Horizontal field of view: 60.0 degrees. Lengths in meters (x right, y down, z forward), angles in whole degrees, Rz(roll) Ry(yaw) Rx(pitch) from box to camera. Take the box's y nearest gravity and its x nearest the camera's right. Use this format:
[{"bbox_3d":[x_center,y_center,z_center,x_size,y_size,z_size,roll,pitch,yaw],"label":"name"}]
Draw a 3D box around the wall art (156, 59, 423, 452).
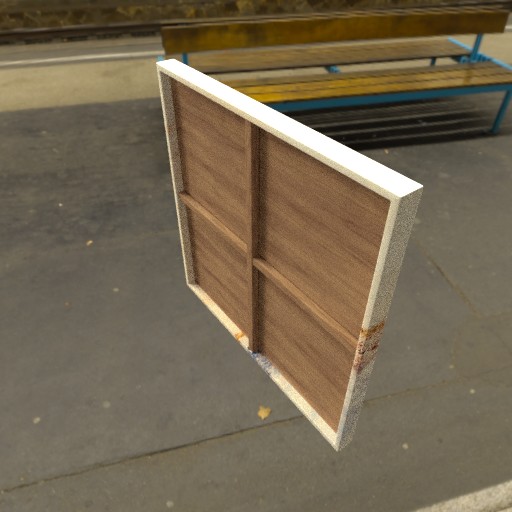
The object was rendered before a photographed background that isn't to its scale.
[{"bbox_3d":[0.000,0.000,1.559,0.071,1.061,1.061,-26,47,-27],"label":"wall art"}]
